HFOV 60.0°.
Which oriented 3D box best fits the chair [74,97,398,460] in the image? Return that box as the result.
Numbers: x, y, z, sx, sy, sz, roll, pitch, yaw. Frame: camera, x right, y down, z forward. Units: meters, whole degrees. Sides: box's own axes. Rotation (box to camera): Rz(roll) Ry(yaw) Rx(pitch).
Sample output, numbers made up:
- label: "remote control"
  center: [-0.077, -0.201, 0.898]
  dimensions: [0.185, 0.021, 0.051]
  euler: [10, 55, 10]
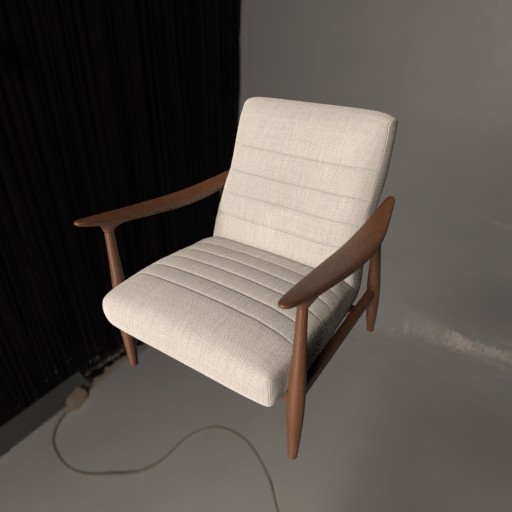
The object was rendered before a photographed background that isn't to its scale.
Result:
- label: "chair"
  center: [0.000, 0.000, 1.433]
  dimensions: [0.741, 0.832, 0.798]
  euler: [19, 36, 29]
